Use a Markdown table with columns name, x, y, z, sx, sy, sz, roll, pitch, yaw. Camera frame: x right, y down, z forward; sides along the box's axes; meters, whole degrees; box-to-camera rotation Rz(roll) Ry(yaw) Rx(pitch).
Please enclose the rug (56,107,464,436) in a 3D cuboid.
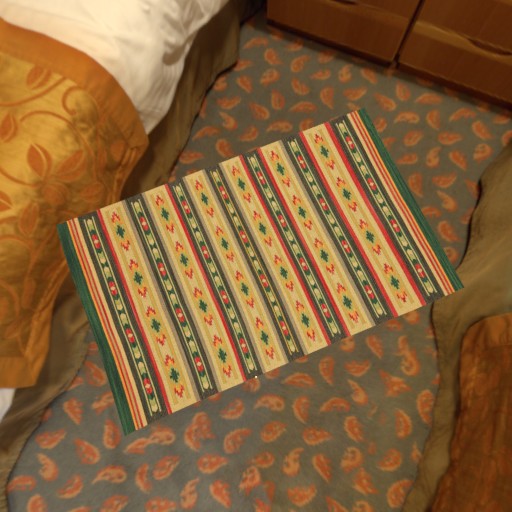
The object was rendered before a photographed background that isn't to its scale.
| name | x | y | z | sx | sy | sz | roll | pitch | yaw |
| --- | --- | --- | --- | --- | --- | --- | --- | --- | --- |
| rug | 0.000 | 0.000 | 3.084 | 2.447 | 0.011 | 1.520 | -22 | 76 | -6 |
